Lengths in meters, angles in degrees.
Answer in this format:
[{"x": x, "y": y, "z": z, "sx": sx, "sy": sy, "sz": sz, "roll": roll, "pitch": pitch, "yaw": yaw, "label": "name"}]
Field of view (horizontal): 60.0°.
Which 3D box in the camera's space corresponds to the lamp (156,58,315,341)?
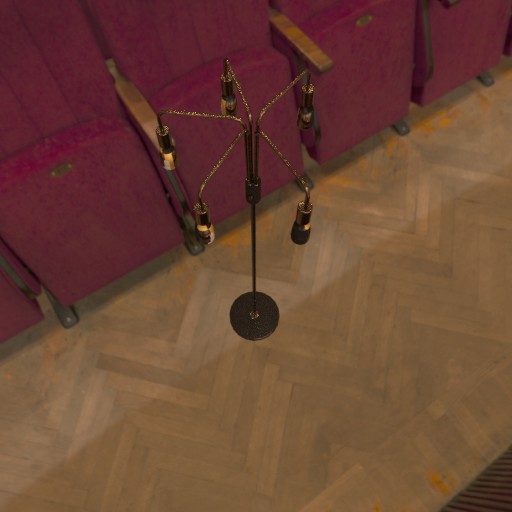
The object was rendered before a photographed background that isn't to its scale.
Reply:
[{"x": 0.000, "y": 0.000, "z": 1.995, "sx": 0.572, "sy": 1.721, "sz": 0.599, "roll": -30, "pitch": 68, "yaw": -14, "label": "lamp"}]
